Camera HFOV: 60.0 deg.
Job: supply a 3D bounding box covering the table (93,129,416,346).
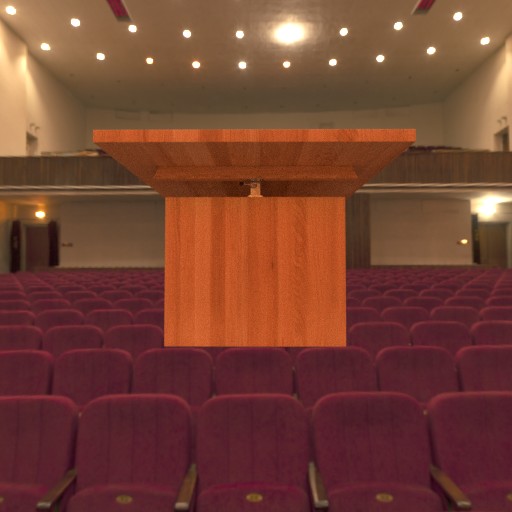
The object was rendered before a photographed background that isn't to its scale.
[{"bbox_3d":[0.000,0.000,1.501,0.700,0.510,1.100,0,-2,0],"label":"table"}]
